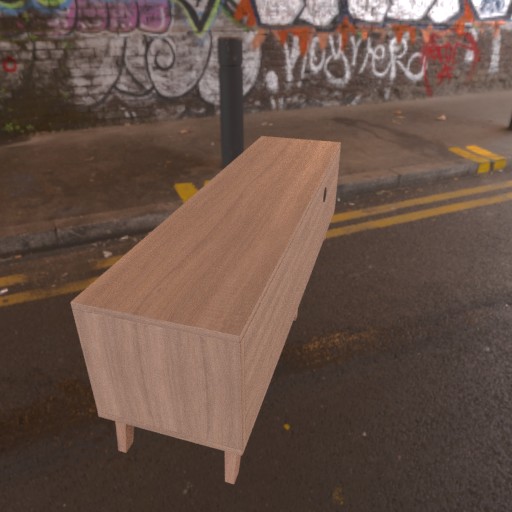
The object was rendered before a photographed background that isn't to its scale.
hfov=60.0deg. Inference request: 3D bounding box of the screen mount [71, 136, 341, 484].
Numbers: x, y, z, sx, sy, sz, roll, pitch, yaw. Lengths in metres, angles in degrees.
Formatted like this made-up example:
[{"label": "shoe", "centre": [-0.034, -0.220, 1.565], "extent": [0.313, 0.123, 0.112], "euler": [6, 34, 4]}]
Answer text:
[{"label": "screen mount", "centre": [0.000, 0.000, 1.678], "extent": [0.401, 0.509, 1.500], "euler": [9, 31, 15]}]
